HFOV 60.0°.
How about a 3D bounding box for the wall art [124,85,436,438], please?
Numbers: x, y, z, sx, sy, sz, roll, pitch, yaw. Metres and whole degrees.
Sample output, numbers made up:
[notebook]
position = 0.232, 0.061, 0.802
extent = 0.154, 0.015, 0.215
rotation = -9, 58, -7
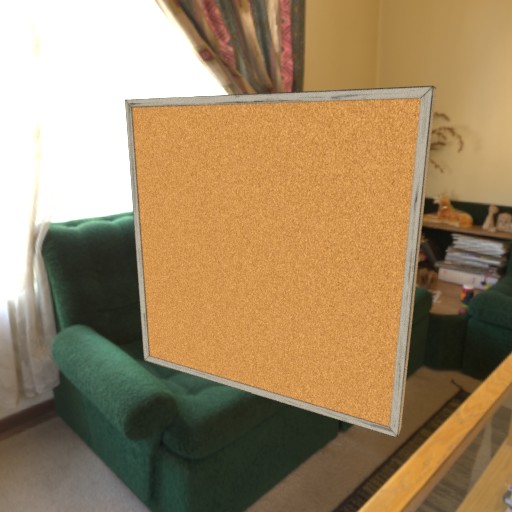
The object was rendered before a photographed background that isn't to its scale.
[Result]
[wall art]
position = 0.000, 0.000, 1.106
extent = 0.761, 0.761, 0.037
rotation = 8, 18, 27
